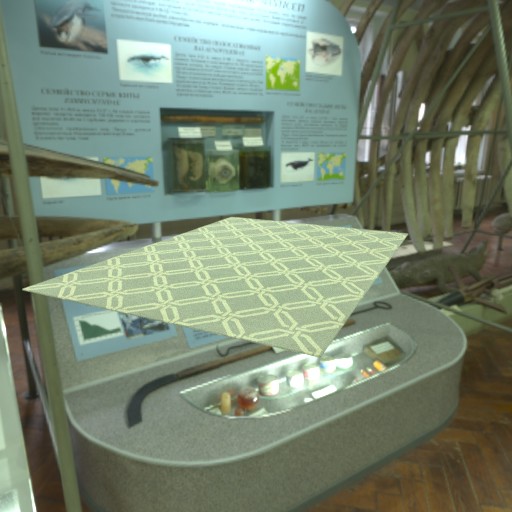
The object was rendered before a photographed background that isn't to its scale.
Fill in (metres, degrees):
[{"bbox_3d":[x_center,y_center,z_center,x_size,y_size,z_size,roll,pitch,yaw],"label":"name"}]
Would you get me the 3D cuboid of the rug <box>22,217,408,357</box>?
[{"bbox_3d":[0.000,0.000,4.407,2.438,0.013,3.353,8,18,25],"label":"rug"}]
